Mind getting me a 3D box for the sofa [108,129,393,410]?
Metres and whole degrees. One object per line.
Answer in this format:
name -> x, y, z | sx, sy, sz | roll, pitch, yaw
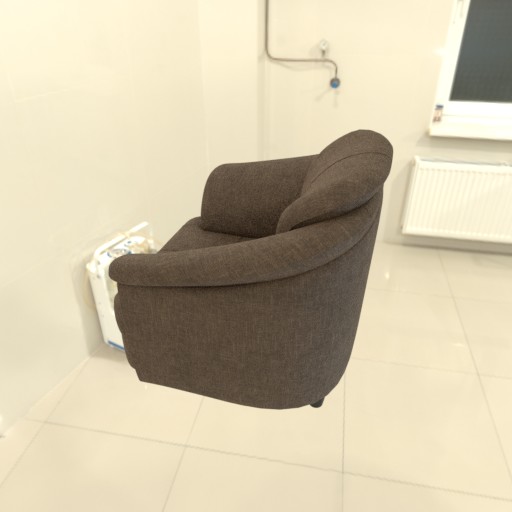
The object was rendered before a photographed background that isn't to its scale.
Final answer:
sofa -> 0.000, 0.000, 1.532 | 0.794, 0.811, 0.870 | 9, 33, 15
